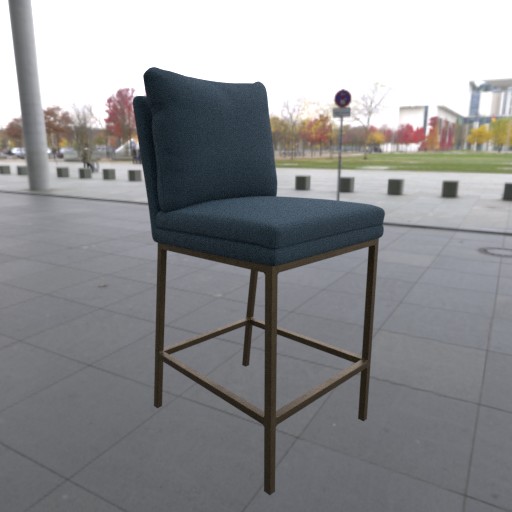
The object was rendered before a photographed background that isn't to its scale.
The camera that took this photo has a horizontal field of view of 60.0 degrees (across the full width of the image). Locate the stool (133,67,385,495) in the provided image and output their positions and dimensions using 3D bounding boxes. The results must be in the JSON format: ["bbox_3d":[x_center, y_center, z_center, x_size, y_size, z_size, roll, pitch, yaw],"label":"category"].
[{"bbox_3d":[0.000,0.000,1.295,0.568,1.032,0.463,13,19,43],"label":"stool"}]
